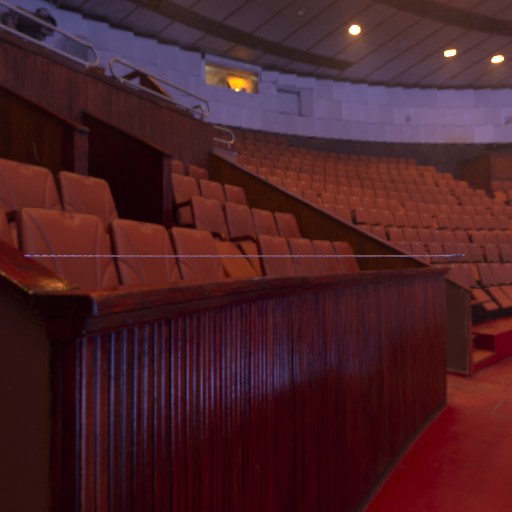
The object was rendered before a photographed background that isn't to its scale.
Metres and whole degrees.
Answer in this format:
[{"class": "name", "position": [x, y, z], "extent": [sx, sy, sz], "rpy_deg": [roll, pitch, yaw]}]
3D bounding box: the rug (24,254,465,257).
[{"class": "rug", "position": [0.000, 0.000, 2.891], "extent": [2.315, 0.010, 1.544], "rpy_deg": [0, 0, 18]}]
